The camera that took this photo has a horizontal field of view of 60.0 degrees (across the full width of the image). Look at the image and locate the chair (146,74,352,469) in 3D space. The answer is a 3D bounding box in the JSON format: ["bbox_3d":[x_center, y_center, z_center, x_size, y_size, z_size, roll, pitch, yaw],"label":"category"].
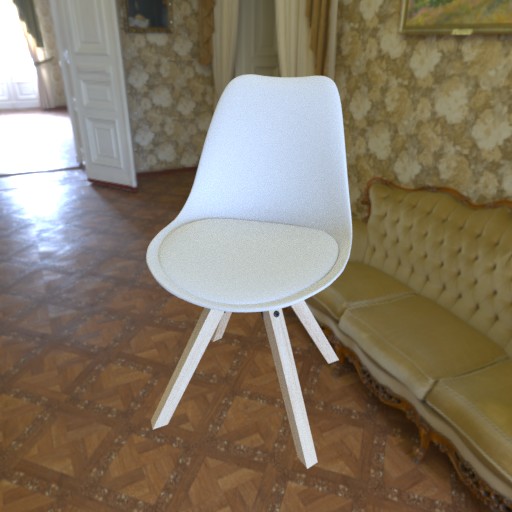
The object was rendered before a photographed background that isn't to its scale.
[{"bbox_3d":[0.000,0.000,1.161,0.485,0.850,0.550,7,27,15],"label":"chair"}]
